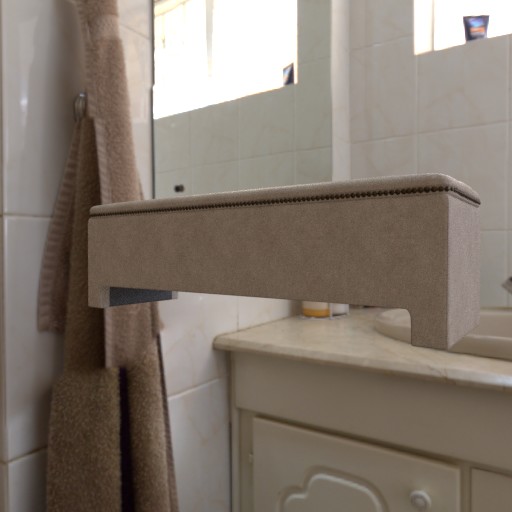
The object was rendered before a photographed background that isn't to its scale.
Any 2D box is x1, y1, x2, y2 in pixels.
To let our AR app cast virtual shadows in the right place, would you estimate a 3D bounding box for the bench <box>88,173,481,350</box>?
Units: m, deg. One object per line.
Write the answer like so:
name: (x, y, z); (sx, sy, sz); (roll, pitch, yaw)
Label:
bench: (0.000, 0.000, 1.680); (1.482, 0.447, 0.470); (0, 1, 35)
